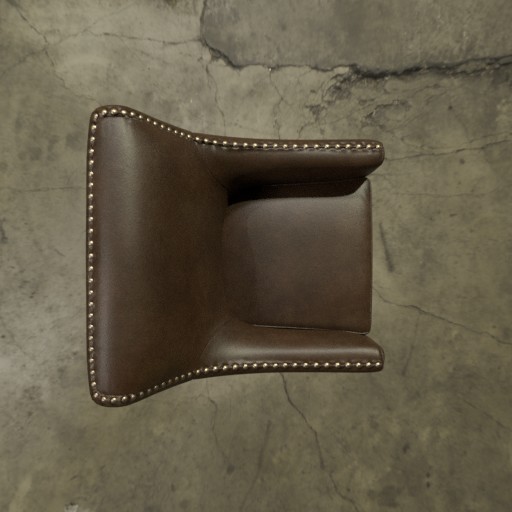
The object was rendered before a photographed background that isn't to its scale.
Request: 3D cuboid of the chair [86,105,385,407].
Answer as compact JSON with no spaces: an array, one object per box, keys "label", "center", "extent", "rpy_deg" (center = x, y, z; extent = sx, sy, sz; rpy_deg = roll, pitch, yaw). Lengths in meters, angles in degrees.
[{"label":"chair","center":[0.000,0.000,1.299],"extent":[0.704,0.813,0.639],"rpy_deg":[0,90,0]}]
